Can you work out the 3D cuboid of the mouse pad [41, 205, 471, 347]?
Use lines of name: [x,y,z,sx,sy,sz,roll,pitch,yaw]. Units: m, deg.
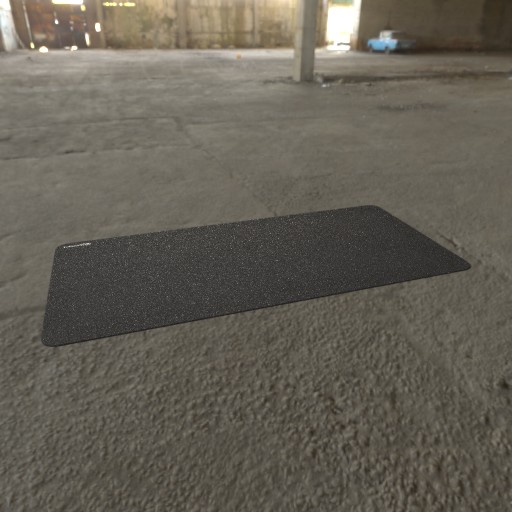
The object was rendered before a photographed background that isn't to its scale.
mouse pad: [0.000,0.000,1.048,0.907,0.003,0.424,-9,29,-16]
